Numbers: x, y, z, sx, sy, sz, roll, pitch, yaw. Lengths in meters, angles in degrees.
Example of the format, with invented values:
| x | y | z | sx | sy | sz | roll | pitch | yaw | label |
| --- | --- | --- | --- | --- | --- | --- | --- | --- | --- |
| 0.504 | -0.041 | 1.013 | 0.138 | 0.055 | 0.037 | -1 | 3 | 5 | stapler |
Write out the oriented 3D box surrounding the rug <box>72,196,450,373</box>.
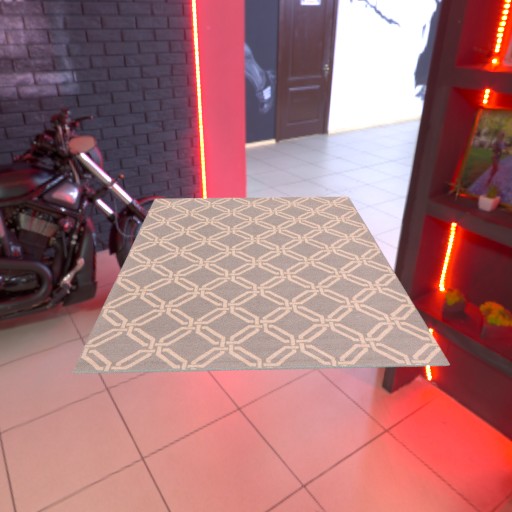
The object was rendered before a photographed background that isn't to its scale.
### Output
| x | y | z | sx | sy | sz | roll | pitch | yaw | label |
| --- | --- | --- | --- | --- | --- | --- | --- | --- | --- |
| 0.000 | 0.000 | 3.949 | 2.288 | 0.018 | 2.895 | -1 | 28 | -2 | rug |
